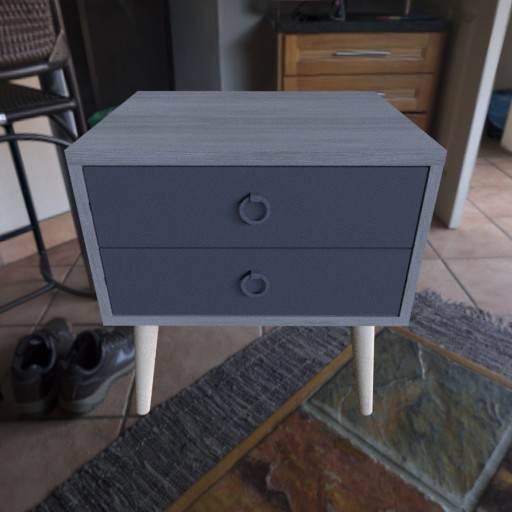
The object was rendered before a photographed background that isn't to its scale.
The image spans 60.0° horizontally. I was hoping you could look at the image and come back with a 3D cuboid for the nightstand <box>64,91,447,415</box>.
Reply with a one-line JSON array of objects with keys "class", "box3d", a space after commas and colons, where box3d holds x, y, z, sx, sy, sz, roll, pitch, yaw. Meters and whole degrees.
[{"class": "nightstand", "box3d": [0.000, 0.000, 0.803, 0.450, 0.500, 0.380, 0, 31, 0]}]
